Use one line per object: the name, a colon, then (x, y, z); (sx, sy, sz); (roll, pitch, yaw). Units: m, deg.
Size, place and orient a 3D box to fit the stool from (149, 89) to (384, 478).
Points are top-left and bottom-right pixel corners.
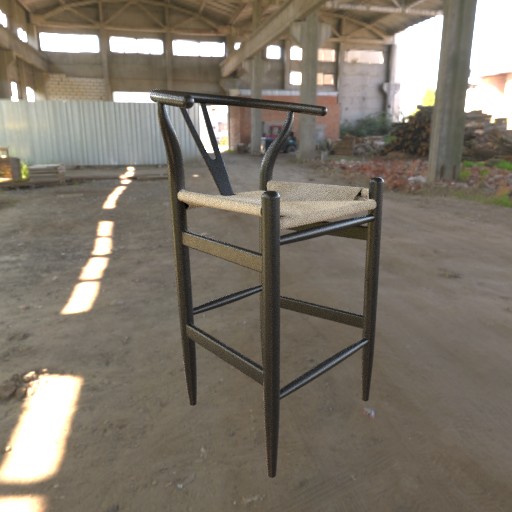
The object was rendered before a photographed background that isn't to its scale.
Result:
stool: (0.000, 0.000, 1.347); (0.579, 0.970, 0.569); (14, 20, 42)
